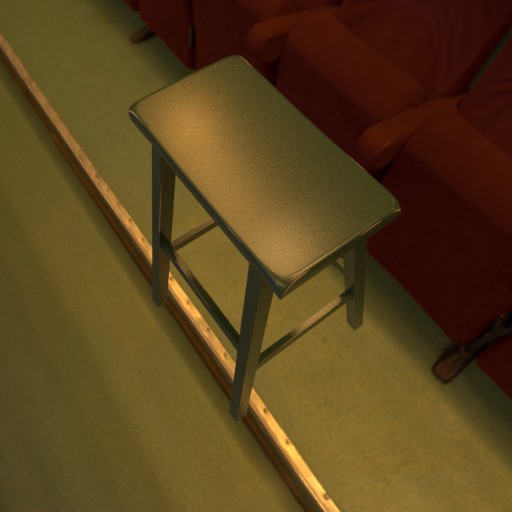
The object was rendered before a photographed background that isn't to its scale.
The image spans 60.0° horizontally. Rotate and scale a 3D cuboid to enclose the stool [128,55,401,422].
[{"bbox_3d":[0.000,0.000,1.055,0.476,0.737,0.457,-33,67,-16],"label":"stool"}]
